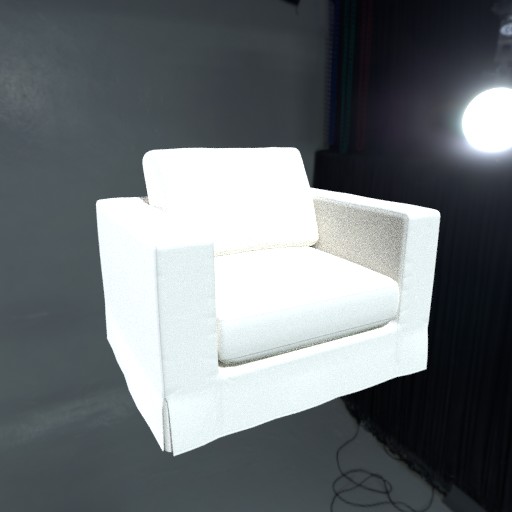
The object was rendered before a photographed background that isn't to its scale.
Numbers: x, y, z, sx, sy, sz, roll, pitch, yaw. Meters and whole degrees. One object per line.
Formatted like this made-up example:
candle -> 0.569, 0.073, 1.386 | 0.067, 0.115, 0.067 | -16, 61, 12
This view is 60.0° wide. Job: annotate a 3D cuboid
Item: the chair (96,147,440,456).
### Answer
chair -> 0.000, 0.000, 1.870 | 1.150, 0.878, 0.957 | -8, 17, -27
